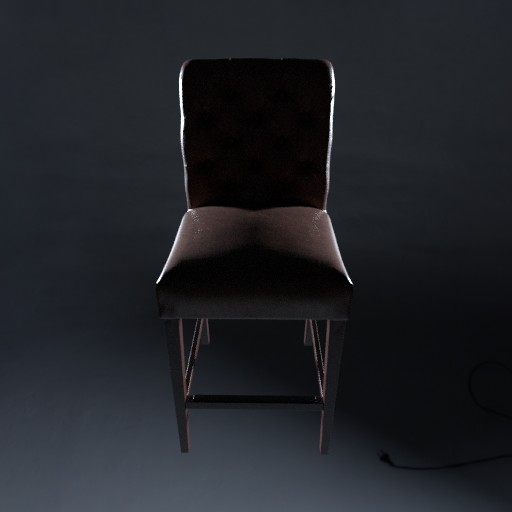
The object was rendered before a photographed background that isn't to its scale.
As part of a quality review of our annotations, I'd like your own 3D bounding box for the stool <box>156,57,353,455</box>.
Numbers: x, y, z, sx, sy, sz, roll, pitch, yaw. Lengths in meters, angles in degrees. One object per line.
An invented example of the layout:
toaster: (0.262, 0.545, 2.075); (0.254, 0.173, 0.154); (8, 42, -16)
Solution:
stool: (0.000, 0.000, 1.396); (0.486, 1.084, 0.660); (0, 30, 1)
